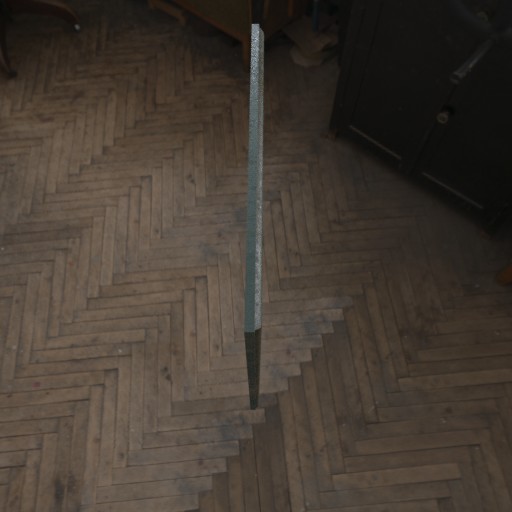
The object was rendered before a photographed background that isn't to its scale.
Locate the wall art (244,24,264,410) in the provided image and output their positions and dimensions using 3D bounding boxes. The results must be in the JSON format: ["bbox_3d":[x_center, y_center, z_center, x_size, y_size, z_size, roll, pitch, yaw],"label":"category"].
[{"bbox_3d":[0.000,0.000,1.343,0.030,0.983,0.767,1,64,0],"label":"wall art"}]
